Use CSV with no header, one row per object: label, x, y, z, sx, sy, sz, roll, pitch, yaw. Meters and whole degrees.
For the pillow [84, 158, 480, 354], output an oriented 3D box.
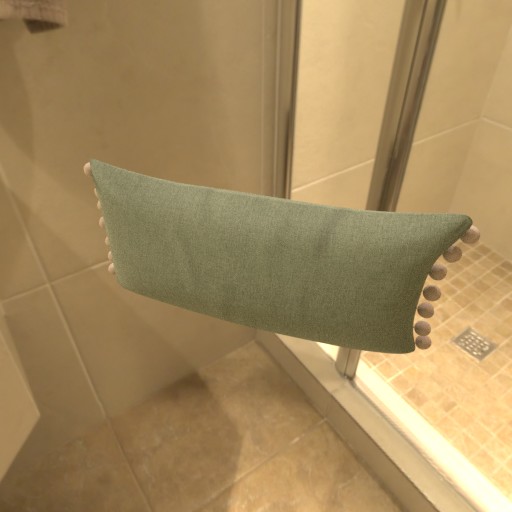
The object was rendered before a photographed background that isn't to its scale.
pillow,0.000,0.000,0.827,0.709,0.322,0.201,12,42,14
